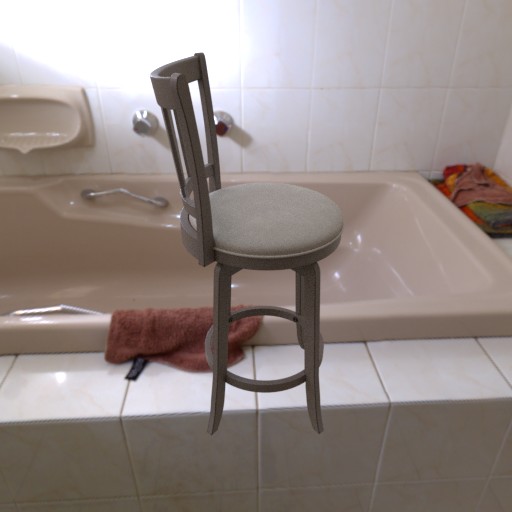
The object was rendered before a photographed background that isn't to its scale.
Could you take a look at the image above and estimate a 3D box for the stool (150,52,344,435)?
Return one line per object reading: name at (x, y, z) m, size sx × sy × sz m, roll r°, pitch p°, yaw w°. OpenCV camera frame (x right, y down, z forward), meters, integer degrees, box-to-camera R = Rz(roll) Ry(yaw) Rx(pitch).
stool at (0.000, 0.000, 1.265) m, size 0.475 × 1.023 × 0.436 m, roll 0°, pitch 30°, yaw -1°
